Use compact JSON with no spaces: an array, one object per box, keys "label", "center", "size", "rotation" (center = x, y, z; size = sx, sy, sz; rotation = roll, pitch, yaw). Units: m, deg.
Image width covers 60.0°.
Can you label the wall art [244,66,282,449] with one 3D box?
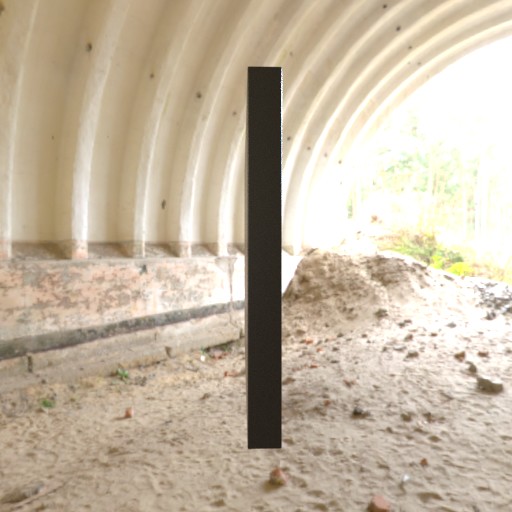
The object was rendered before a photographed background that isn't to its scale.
[{"label":"wall art","center":[0.000,0.000,1.210],"size":[0.058,0.640,0.939],"rotation":[0,0,-2]}]
